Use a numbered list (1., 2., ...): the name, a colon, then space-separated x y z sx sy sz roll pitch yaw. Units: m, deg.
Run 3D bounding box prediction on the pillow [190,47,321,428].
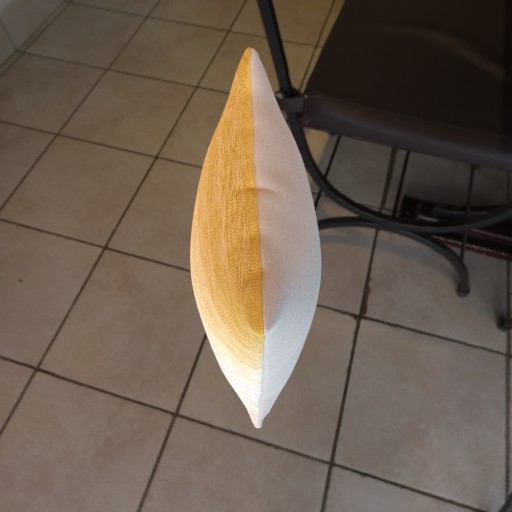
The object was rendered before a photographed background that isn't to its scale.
1. pillow: 0.000 0.000 0.721 0.211 0.450 0.450 -2 58 -1
